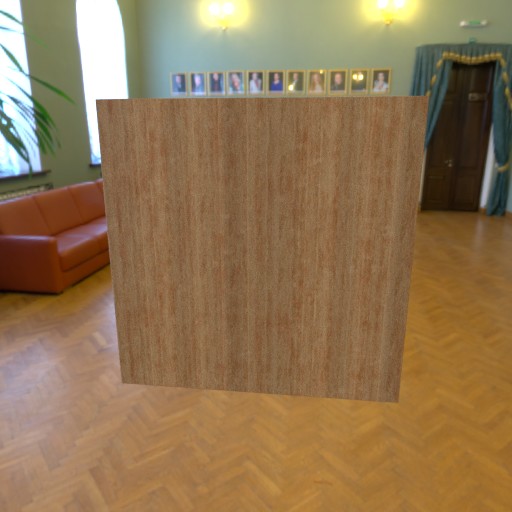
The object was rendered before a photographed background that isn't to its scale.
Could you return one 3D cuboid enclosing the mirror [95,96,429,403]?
[{"bbox_3d":[0.000,0.000,0.969,0.651,0.651,0.047,2,16,7],"label":"mirror"}]
